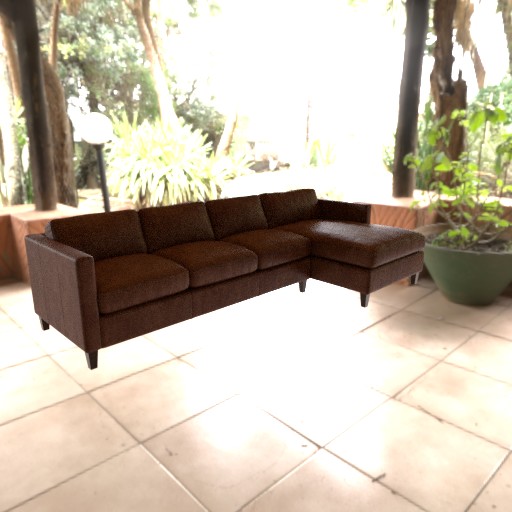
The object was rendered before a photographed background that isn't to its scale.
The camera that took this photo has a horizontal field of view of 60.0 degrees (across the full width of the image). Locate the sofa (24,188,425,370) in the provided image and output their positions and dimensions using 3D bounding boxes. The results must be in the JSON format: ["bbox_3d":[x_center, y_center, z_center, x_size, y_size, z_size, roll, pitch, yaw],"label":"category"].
[{"bbox_3d":[0.000,0.000,3.839,3.203,0.883,1.581,-14,20,-42],"label":"sofa"}]
